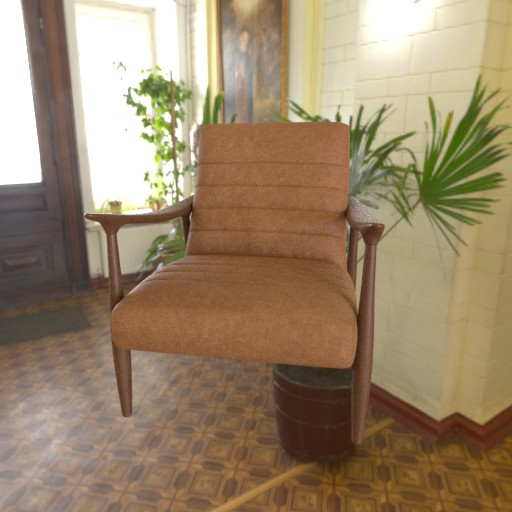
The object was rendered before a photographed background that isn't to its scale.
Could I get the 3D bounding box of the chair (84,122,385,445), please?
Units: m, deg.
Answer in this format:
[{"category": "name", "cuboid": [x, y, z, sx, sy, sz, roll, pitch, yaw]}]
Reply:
[{"category": "chair", "cuboid": [0.000, 0.000, 1.407, 0.741, 0.832, 0.798, 3, 16, 10]}]
